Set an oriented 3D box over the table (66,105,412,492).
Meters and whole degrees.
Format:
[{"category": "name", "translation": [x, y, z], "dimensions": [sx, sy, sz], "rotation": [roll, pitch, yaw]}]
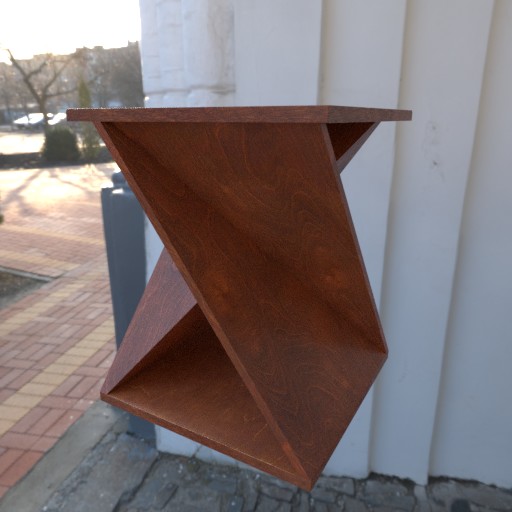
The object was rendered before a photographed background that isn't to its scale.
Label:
[{"category": "table", "translation": [0.000, 0.000, 0.829], "dimensions": [0.427, 0.520, 0.427], "rotation": [10, 20, 29]}]
